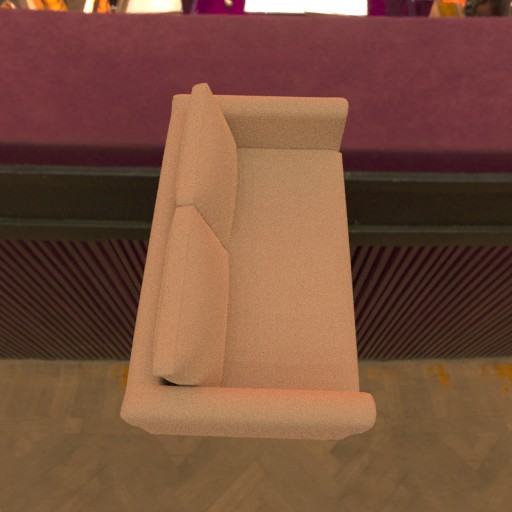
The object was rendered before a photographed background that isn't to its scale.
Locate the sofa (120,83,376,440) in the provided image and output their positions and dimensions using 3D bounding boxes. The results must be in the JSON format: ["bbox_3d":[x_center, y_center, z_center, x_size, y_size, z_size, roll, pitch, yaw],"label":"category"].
[{"bbox_3d":[0.000,0.000,2.105,0.905,0.873,1.598,2,62,1],"label":"sofa"}]
